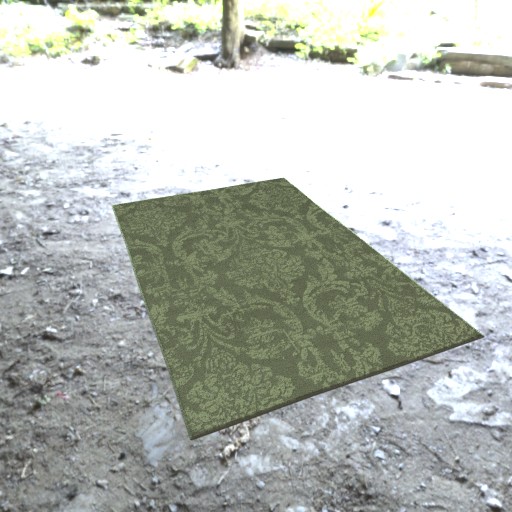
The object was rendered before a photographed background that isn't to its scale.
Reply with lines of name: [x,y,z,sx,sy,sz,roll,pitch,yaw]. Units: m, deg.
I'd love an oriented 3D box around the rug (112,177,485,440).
rug: [0.000,0.000,2.274,1.206,0.012,1.824,-12,34,-19]
